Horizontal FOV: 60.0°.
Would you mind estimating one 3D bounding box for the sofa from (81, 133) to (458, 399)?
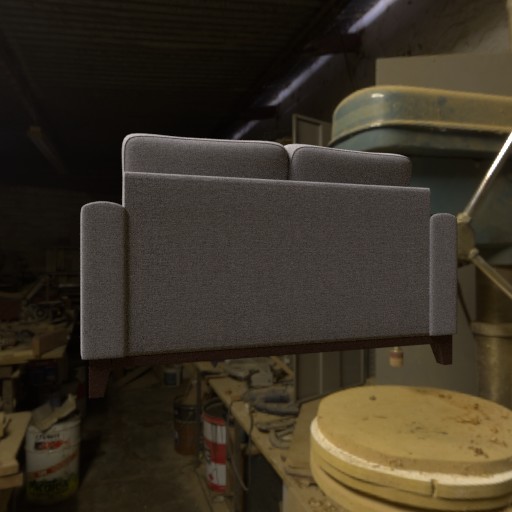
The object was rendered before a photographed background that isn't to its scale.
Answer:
[{"bbox_3d":[0.000,0.000,1.997,1.420,0.873,0.917,0,0,-18],"label":"sofa"}]
